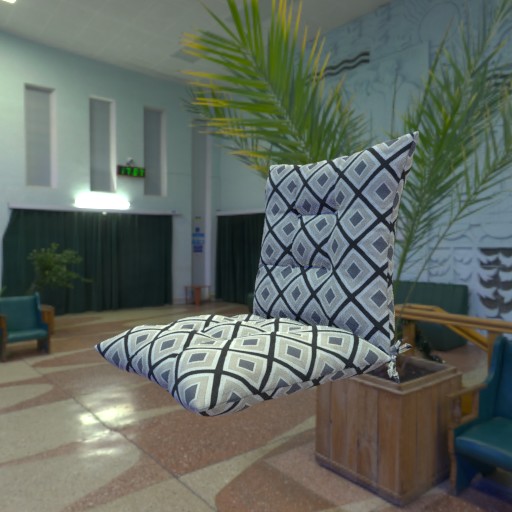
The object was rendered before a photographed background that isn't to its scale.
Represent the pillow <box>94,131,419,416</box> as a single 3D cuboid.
[{"bbox_3d":[0.000,0.000,1.007,0.585,0.536,0.541,-1,2,-37],"label":"pillow"}]
